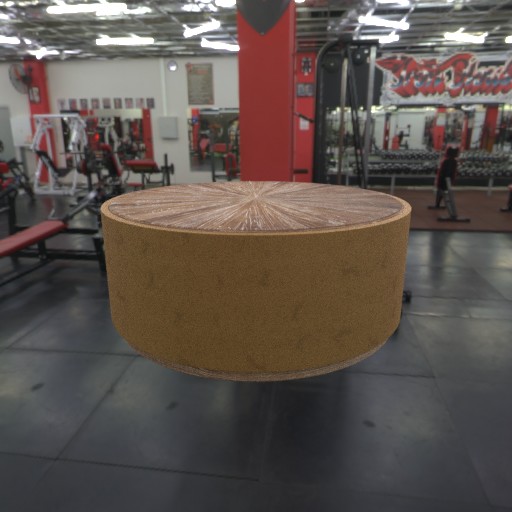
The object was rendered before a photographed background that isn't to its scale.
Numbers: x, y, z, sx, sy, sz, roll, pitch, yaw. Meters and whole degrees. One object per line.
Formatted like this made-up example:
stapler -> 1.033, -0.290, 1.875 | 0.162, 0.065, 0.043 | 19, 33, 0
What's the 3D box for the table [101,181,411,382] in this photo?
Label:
table -> 0.000, 0.000, 1.562 | 1.001, 0.409, 1.001 | 0, 17, 0
